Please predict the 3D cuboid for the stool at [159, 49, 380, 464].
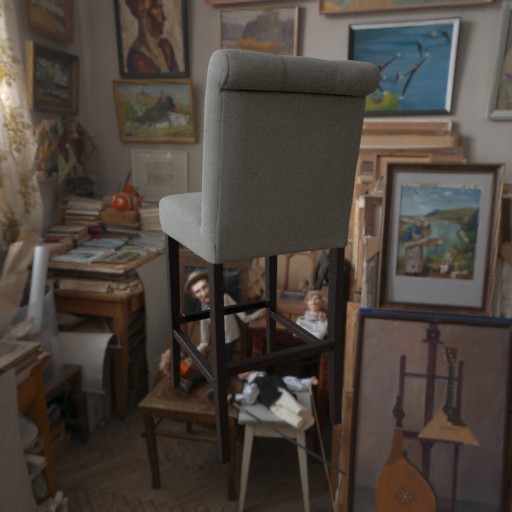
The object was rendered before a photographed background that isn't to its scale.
[{"bbox_3d":[0.000,0.000,1.454,0.493,1.140,0.601,-7,16,-26],"label":"stool"}]
